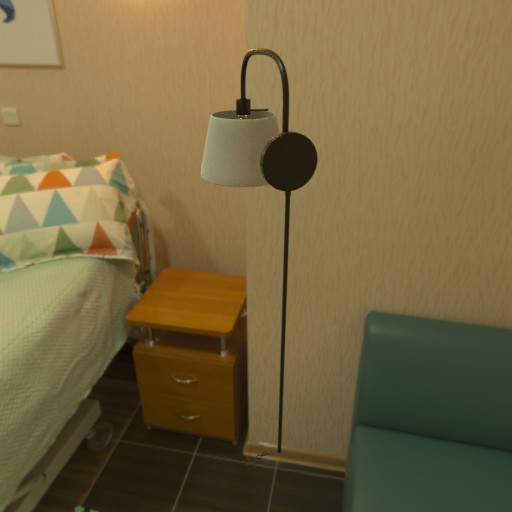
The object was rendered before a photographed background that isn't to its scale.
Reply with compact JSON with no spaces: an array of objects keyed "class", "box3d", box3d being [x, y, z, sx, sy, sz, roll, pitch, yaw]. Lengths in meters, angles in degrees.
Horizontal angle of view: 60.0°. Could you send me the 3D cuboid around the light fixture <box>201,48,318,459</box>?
[{"class":"light fixture","box3d":[0.000,0.000,0.470,0.092,0.399,0.176,-8,27,-16]}]
